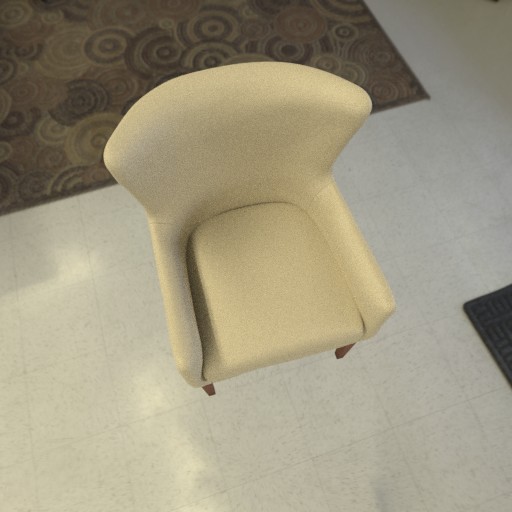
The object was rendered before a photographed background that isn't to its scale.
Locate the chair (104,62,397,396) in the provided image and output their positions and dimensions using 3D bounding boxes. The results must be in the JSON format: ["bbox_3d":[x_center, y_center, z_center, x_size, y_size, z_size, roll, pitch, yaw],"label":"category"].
[{"bbox_3d":[0.000,0.000,1.419,0.660,0.952,0.686,-14,65,-7],"label":"chair"}]
